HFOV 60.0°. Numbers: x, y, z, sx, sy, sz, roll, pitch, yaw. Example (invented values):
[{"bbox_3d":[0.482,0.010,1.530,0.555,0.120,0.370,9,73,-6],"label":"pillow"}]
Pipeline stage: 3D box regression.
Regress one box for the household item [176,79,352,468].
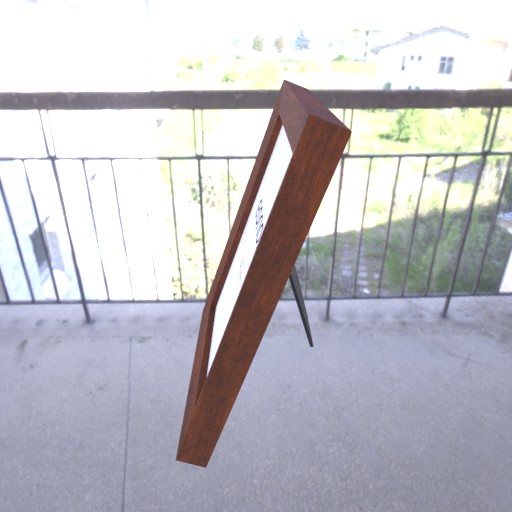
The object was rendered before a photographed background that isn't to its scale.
[{"bbox_3d":[0.000,0.000,0.292,0.096,0.204,0.160,0,26,0],"label":"household item"}]
